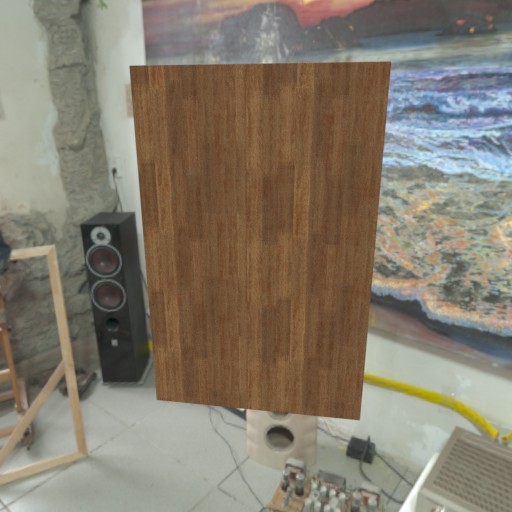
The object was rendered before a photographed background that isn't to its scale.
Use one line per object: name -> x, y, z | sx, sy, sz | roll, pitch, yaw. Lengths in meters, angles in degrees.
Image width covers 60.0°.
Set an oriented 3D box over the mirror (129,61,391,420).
mirror -> 0.000, 0.000, 1.268 | 0.651, 1.010, 0.047 | 3, 18, 8
